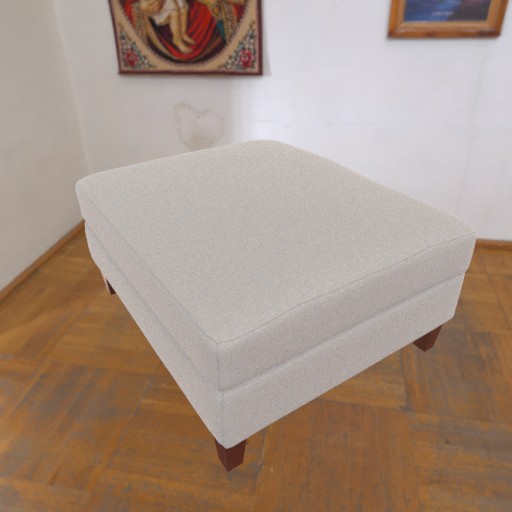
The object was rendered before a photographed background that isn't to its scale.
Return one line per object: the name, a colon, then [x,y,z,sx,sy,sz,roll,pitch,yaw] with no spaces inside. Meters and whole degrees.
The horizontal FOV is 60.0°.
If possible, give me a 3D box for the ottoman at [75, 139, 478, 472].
ottoman: [0.000,0.000,1.427,0.836,0.492,0.976,-19,37,-28]
